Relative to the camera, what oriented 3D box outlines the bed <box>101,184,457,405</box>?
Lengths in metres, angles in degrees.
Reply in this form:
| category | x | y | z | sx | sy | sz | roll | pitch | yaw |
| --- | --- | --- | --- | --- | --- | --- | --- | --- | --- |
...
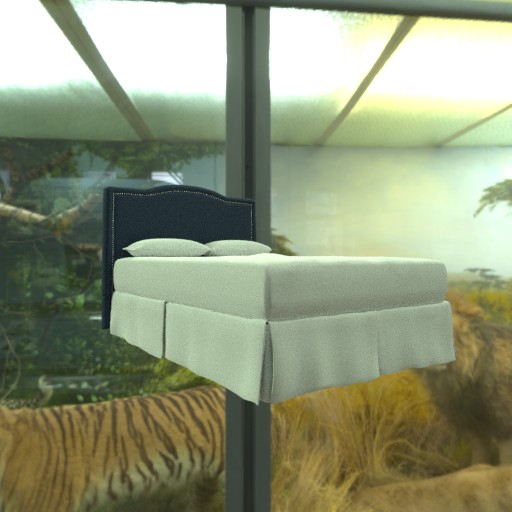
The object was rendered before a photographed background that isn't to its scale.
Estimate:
| category | x | y | z | sx | sy | sz | roll | pitch | yaw |
| --- | --- | --- | --- | --- | --- | --- | --- | --- | --- |
| bed | 0.000 | 0.000 | 3.576 | 1.741 | 1.441 | 2.507 | 0 | 0 | -36 |
